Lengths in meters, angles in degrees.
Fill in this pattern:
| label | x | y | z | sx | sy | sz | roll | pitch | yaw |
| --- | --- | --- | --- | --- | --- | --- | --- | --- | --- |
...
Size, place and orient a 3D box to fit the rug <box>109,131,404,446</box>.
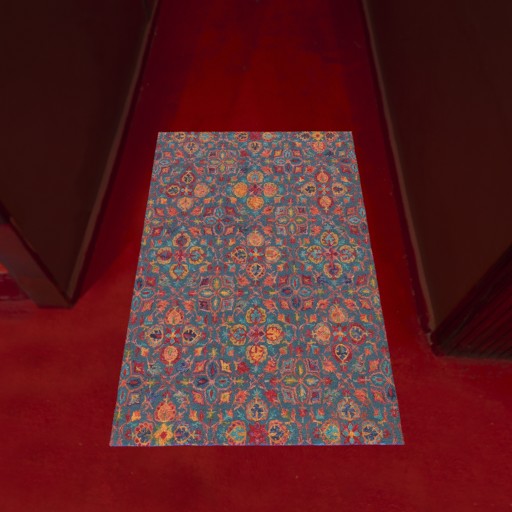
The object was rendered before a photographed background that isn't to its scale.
| label | x | y | z | sx | sy | sz | roll | pitch | yaw |
| --- | --- | --- | --- | --- | --- | --- | --- | --- | --- |
| rug | 0.000 | 0.000 | 2.307 | 1.216 | 0.014 | 1.836 | 0 | 58 | 0 |
